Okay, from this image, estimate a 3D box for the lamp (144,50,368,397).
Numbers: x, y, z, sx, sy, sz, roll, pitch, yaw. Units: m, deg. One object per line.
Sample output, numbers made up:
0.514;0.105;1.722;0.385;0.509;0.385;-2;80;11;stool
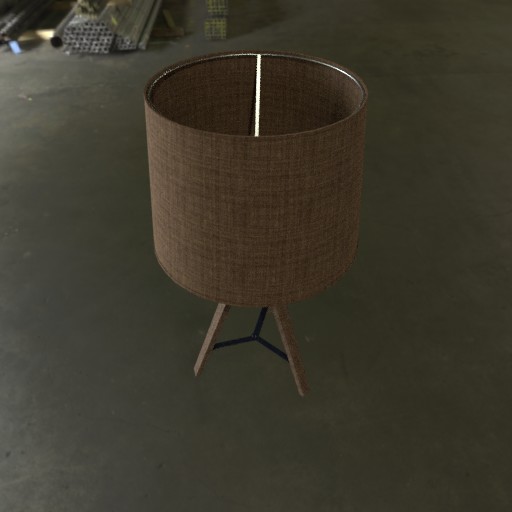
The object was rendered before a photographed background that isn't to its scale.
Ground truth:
0.000;0.000;0.669;0.290;0.514;0.290;0;42;0;lamp
